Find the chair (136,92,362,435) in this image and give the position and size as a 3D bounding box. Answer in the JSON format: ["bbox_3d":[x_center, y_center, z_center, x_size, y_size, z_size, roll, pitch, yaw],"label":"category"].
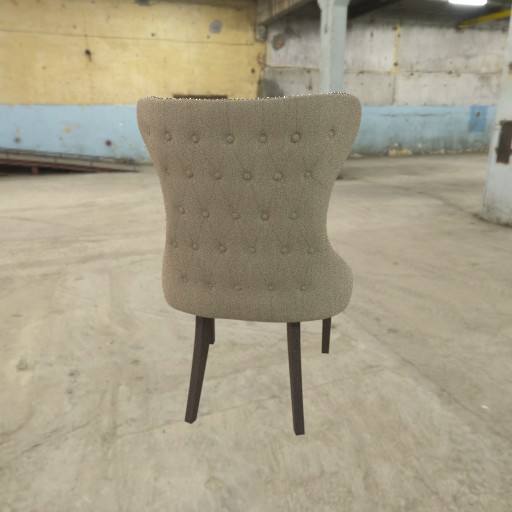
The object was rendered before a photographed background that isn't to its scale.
[{"bbox_3d":[0.000,0.000,1.440,0.628,0.967,0.635,3,17,9],"label":"chair"}]
